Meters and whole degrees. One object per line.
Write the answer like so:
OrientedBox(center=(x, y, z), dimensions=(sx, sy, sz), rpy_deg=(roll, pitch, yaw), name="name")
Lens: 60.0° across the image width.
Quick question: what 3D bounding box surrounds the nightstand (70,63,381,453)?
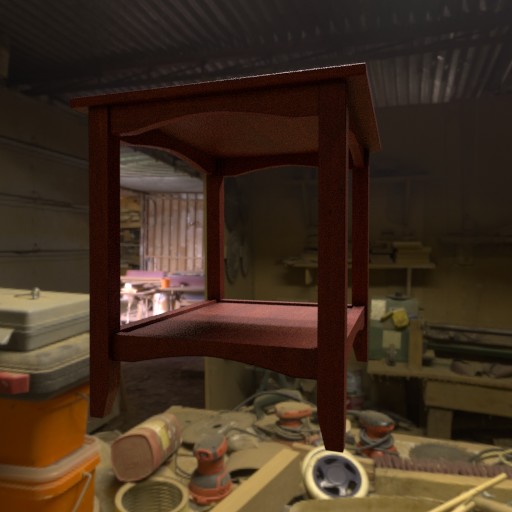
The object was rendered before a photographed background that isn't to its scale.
OrientedBox(center=(0.000, 0.000, 0.965), dimensions=(0.501, 0.558, 0.558), rpy_deg=(1, 2, 18), name="nightstand")
